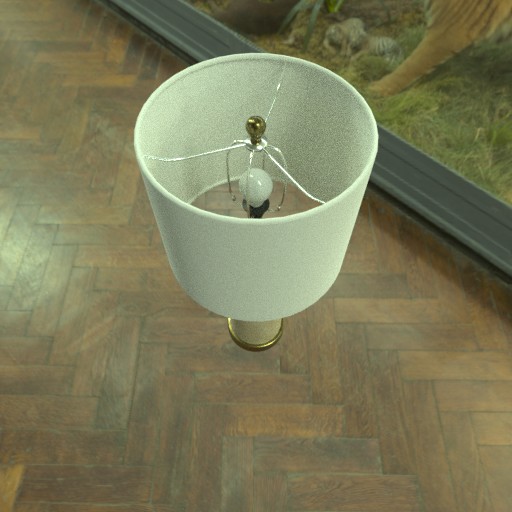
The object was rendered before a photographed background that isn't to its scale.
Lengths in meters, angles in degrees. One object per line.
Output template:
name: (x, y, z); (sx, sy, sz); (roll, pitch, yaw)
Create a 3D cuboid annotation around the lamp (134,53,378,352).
lamp: (0.000, 0.000, 0.814); (0.305, 0.634, 0.305); (13, 59, 8)
